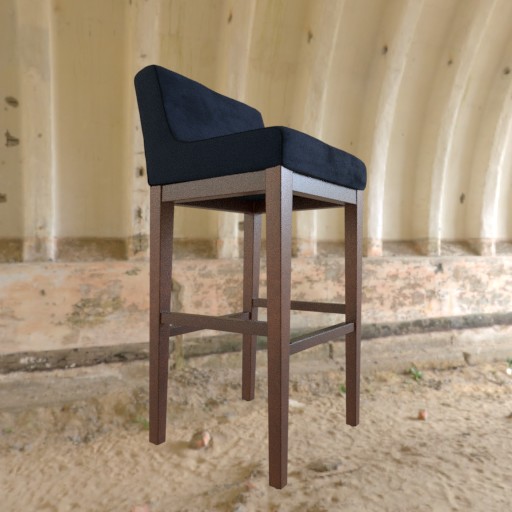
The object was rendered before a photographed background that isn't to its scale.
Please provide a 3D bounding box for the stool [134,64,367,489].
[{"bbox_3d":[0.000,0.000,1.289,0.500,1.037,0.511,1,1,35],"label":"stool"}]
